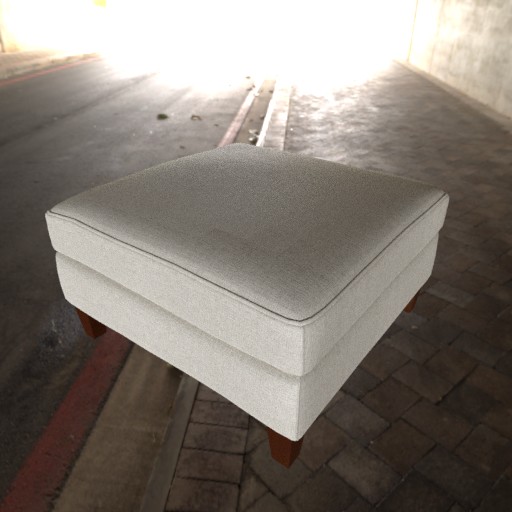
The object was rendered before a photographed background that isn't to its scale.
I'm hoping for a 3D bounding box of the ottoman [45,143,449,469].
[{"bbox_3d":[0.000,0.000,1.327,0.838,0.478,0.838,21,36,32],"label":"ottoman"}]
